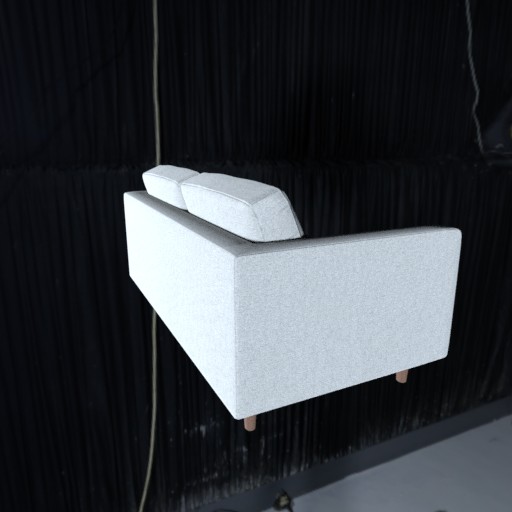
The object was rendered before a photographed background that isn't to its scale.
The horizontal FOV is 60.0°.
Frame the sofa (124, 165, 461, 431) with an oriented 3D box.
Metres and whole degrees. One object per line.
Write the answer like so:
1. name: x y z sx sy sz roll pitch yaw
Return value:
1. sofa: 0.000 0.000 2.308 1.000 0.900 1.731 -7 17 -25
